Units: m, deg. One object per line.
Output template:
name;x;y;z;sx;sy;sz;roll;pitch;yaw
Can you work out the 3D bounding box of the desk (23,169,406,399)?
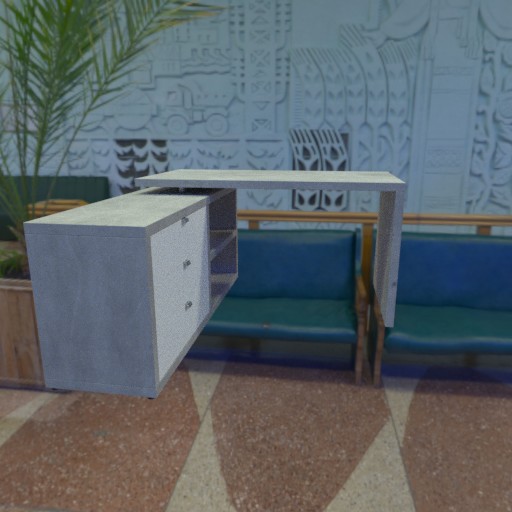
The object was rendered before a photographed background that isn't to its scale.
desk;0.000;0.000;2.226;1.400;0.740;1.500;2;15;9
